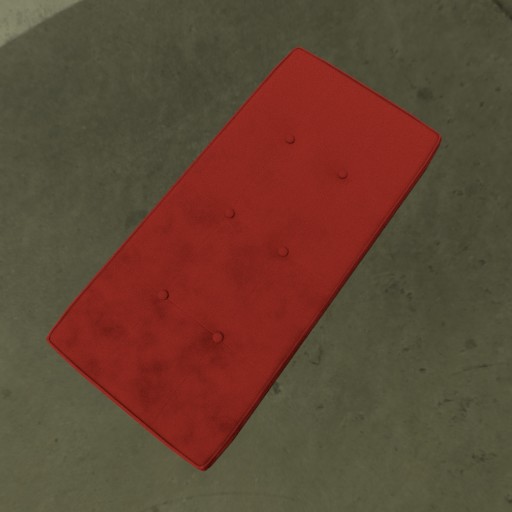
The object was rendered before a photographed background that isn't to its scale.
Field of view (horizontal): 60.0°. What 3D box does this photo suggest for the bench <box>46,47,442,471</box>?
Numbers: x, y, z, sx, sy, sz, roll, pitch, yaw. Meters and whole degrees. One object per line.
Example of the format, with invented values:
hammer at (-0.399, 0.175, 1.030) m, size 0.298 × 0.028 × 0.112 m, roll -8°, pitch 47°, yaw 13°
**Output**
bench at (0.000, 0.000, 1.289) m, size 0.492 × 0.471 × 1.016 m, roll 36°, pitch 78°, yaw 9°
